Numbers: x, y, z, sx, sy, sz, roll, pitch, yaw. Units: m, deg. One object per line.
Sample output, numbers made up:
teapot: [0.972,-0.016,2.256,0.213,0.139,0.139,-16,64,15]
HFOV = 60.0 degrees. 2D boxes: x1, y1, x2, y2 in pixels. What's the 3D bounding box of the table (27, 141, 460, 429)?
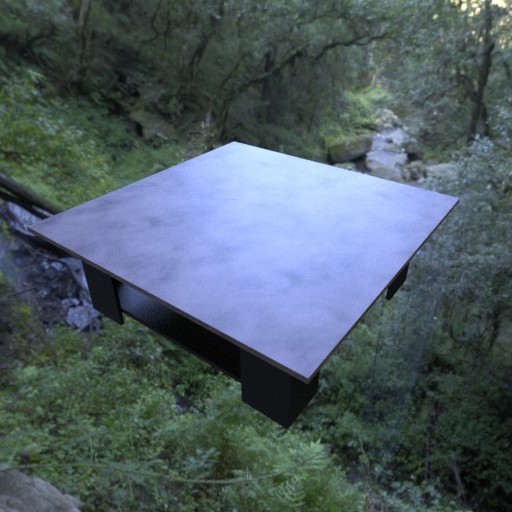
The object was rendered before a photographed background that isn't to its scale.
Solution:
table: [0.000,0.000,1.361,0.890,0.305,0.890,22,39,30]
